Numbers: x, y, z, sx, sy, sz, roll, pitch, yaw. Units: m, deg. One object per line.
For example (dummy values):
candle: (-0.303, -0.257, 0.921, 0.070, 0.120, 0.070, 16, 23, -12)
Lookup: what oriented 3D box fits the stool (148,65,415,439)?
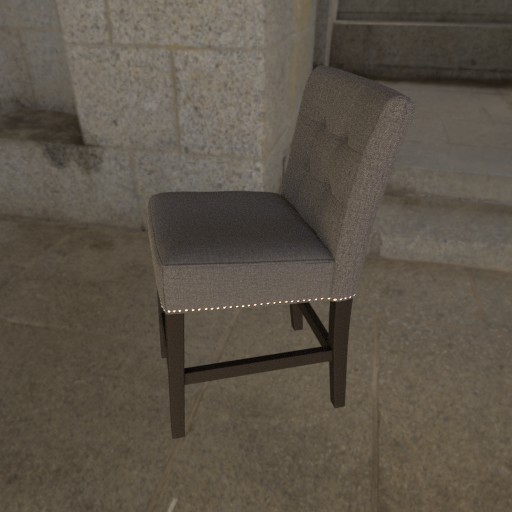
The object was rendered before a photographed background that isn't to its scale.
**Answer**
stool: (0.000, 0.000, 1.193, 0.571, 0.885, 0.427, -8, 32, -13)
